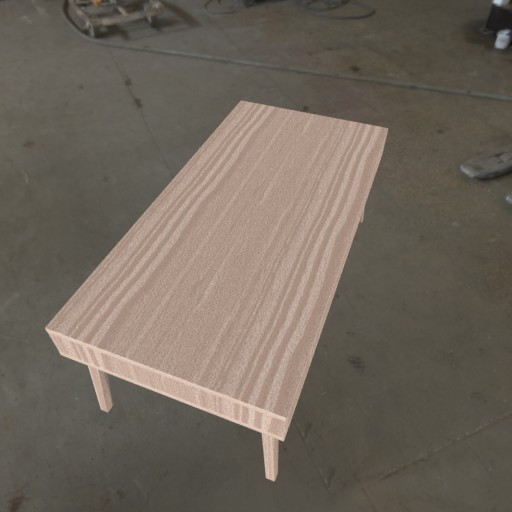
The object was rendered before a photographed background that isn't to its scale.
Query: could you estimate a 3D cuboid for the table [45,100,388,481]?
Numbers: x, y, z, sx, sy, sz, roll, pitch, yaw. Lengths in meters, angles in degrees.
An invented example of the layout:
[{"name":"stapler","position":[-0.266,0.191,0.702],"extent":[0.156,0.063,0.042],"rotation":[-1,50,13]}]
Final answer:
[{"name":"table","position":[0.000,0.000,1.515],"extent":[0.600,0.450,1.200],"rotation":[16,48,15]}]
